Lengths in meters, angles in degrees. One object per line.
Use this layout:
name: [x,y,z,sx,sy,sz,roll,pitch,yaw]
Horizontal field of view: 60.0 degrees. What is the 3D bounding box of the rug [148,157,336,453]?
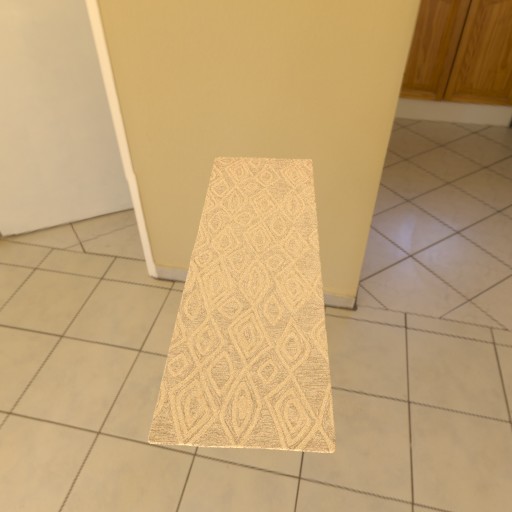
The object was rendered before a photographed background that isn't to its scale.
rug: [0.000,0.000,2.774,0.807,0.013,2.436,2,42,2]
